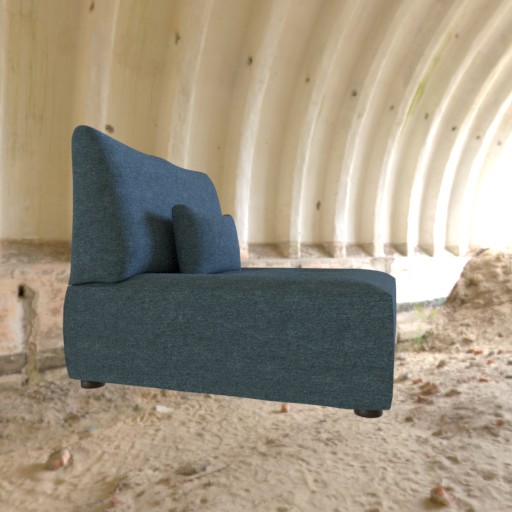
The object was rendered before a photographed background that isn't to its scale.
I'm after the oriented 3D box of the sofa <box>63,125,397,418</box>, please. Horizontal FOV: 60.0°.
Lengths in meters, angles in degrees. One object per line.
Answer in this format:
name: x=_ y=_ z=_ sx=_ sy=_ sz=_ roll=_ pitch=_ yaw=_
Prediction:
sofa: x=0.000 y=0.000 z=1.663 sx=1.000 sy=0.820 sz=0.930 roll=0 pitch=0 yaw=18
